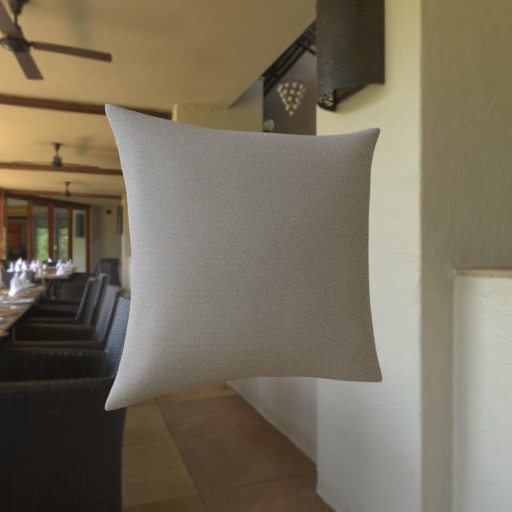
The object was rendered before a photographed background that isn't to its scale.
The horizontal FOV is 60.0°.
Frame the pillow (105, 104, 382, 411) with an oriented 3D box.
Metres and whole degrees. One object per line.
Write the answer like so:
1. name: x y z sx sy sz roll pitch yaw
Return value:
1. pillow: 0.000 0.000 0.794 0.512 0.497 0.204 0 0 -17
